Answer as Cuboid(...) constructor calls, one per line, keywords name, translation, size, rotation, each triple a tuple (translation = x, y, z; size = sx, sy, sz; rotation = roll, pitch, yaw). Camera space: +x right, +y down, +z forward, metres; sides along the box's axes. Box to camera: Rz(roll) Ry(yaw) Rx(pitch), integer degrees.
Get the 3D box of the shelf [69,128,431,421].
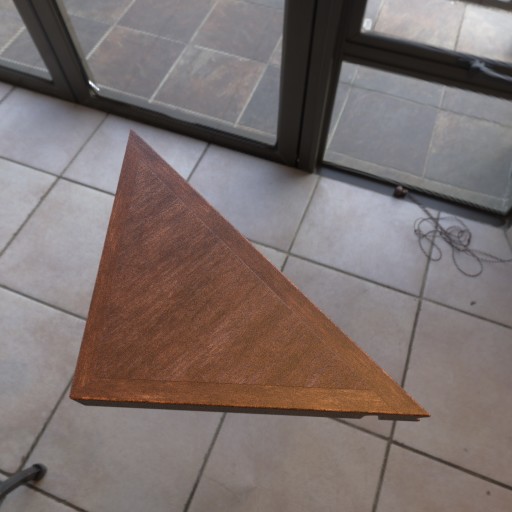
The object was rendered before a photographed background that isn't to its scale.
Cuboid(name="shelf", translation=(0.000, 0.000, 0.444), size=(0.296, 0.035, 0.296), rotation=(2, 62, 1))
